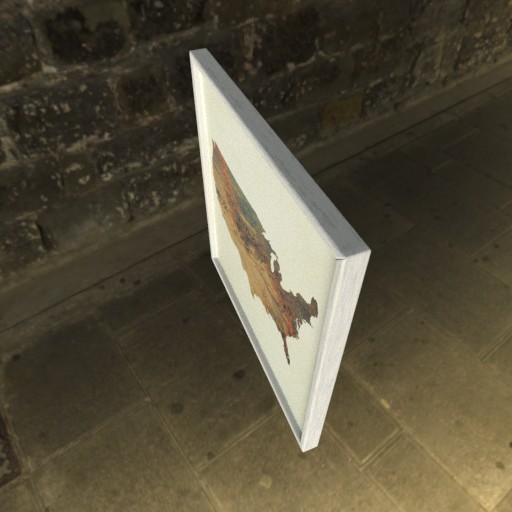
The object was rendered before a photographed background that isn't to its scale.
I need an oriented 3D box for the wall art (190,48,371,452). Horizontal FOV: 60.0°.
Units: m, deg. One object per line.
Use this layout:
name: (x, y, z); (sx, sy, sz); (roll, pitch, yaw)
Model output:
wall art: (0.000, 0.000, 1.937); (0.078, 1.288, 1.287); (-17, 49, -15)
